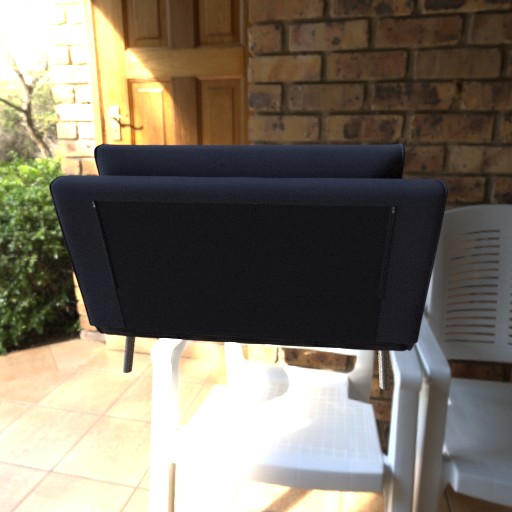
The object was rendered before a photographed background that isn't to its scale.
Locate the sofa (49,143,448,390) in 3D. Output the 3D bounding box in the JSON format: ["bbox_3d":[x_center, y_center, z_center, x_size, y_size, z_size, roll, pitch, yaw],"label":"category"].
[{"bbox_3d":[0.000,0.000,1.829,1.220,0.910,0.910,2,15,7],"label":"sofa"}]
